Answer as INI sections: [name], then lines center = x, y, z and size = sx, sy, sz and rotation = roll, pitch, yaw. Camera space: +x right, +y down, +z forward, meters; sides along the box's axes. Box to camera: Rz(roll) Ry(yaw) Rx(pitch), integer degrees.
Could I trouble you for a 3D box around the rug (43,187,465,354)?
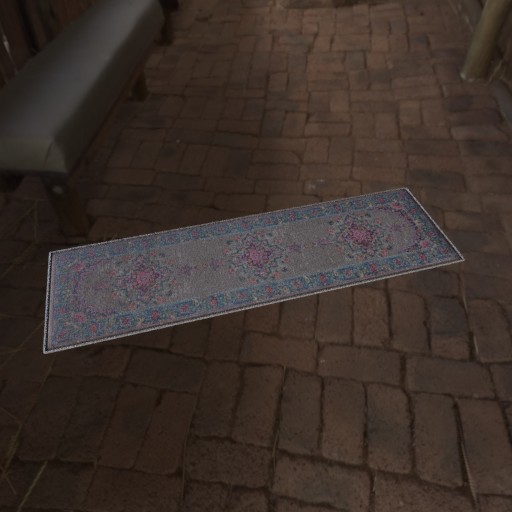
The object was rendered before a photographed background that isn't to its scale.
[rug]
center = 0.000, 0.000, 2.028
size = 1.827, 0.012, 0.553
rotation = -11, 48, -10
